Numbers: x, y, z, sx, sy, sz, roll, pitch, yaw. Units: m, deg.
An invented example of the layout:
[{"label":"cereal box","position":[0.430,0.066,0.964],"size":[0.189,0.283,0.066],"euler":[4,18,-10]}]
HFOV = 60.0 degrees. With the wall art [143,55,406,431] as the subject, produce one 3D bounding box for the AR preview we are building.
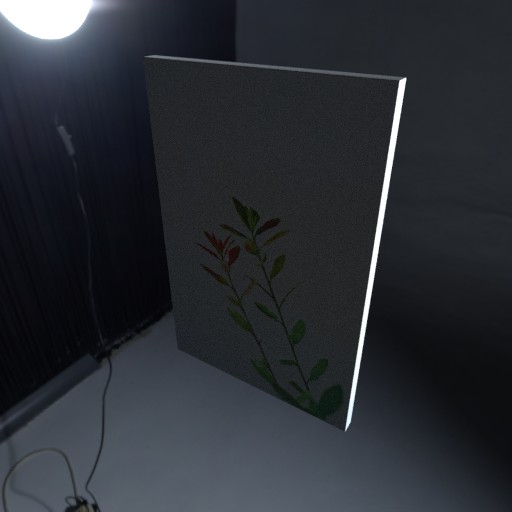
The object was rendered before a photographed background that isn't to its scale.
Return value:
[{"label":"wall art","position":[0.000,0.000,1.150],"size":[0.612,0.915,0.039],"euler":[18,35,28]}]
